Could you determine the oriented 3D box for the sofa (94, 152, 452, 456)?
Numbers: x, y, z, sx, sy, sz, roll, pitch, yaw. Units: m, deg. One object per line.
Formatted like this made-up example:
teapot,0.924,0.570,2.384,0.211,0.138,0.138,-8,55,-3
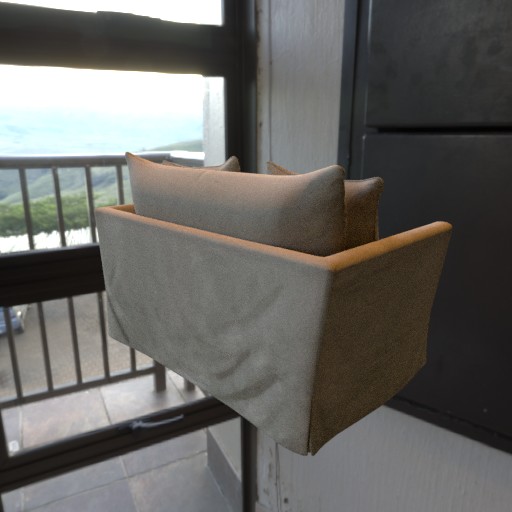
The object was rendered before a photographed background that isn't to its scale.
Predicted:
sofa,0.000,0.000,2.310,1.608,1.040,1.035,15,21,43
